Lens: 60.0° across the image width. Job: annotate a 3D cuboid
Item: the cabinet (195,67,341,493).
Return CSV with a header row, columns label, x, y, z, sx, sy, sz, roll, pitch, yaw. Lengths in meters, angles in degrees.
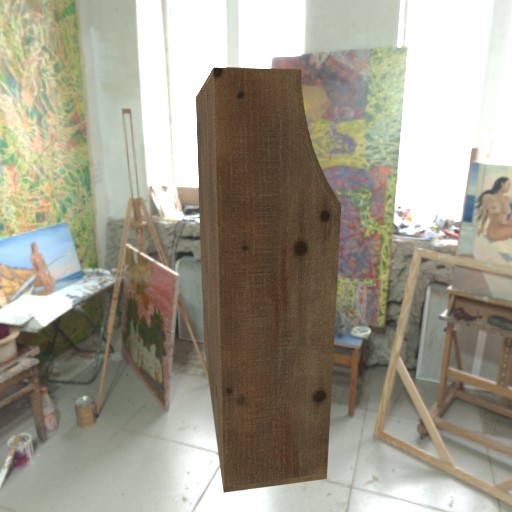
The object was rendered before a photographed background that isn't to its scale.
label,x,y,z,sx,sy,sz,roll,pitch,yaw
cabinet,0.000,0.000,0.828,0.184,0.590,0.489,-3,16,-10
